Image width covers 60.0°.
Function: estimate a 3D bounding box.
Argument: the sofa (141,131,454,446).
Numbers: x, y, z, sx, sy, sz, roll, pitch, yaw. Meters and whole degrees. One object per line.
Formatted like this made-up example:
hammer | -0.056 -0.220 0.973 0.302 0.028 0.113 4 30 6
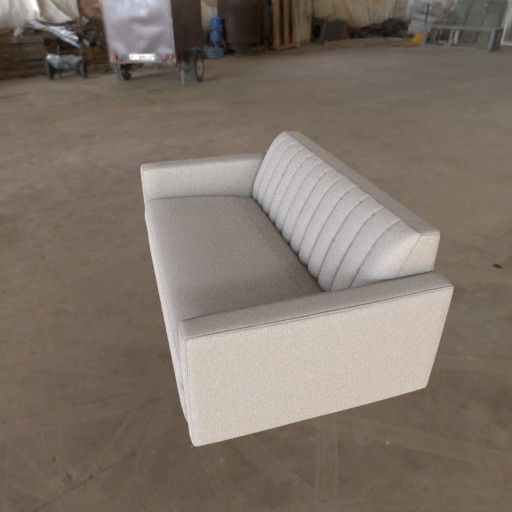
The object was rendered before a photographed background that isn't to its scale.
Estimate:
sofa | 0.000 0.000 2.139 0.950 0.801 1.585 -9 32 -14
